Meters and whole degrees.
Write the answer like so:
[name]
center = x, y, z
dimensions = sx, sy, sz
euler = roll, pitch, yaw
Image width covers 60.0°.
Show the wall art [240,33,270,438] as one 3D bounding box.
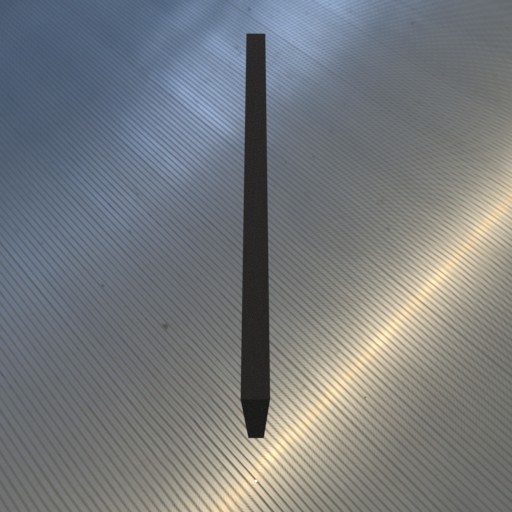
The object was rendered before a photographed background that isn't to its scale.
[wall art]
center = 0.000, 0.000, 0.779
dimensions = 0.031, 0.457, 0.558
euler = 0, 63, 0
